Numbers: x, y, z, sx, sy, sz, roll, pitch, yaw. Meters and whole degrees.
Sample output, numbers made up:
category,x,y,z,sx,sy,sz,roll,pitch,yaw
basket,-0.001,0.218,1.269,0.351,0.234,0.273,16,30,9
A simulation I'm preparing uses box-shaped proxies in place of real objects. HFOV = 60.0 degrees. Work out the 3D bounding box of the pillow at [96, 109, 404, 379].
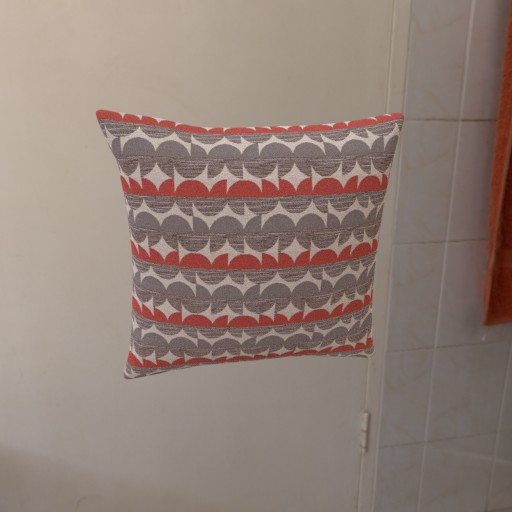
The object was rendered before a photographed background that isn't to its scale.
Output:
category,x,y,z,sx,sy,sz,roll,pitch,yaw
pillow,0.000,0.000,0.661,0.420,0.410,0.180,-2,15,-8
